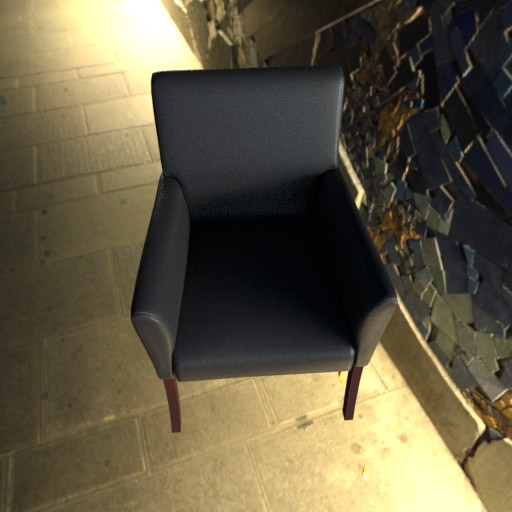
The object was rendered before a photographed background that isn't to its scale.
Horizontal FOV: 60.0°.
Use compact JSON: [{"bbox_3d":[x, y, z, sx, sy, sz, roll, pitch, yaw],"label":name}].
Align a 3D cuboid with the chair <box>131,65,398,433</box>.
[{"bbox_3d":[0.000,0.000,1.498,0.683,0.951,0.772,-3,47,-3],"label":"chair"}]
